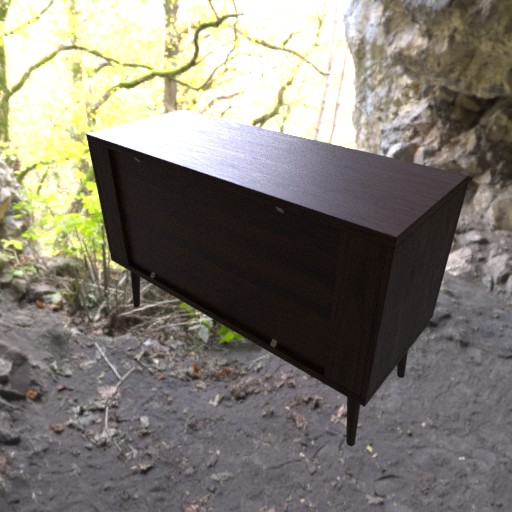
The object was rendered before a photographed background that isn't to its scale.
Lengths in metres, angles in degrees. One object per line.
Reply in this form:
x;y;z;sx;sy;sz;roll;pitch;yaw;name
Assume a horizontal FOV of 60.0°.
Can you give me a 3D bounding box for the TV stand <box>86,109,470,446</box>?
0.000;0.000;1.361;0.990;0.660;0.405;24;39;33;TV stand
